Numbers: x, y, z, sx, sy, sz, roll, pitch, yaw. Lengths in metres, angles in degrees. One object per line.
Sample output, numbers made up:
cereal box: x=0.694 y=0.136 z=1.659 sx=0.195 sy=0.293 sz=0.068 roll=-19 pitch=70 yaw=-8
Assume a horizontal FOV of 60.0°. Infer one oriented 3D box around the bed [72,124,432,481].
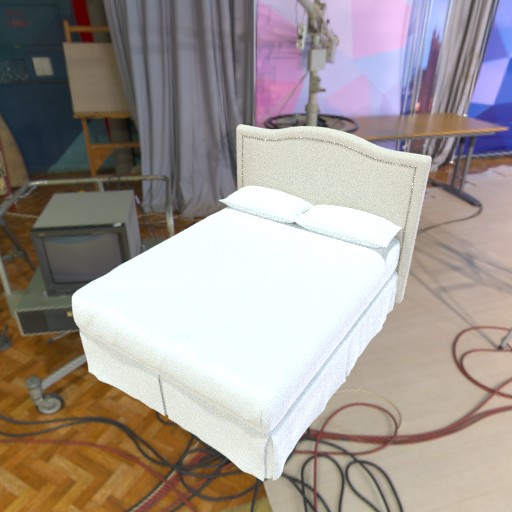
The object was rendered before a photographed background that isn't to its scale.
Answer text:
bed: x=0.000 y=0.000 z=3.277 sx=1.753 sy=1.460 sz=2.143 roll=19 pitch=35 yaw=29
